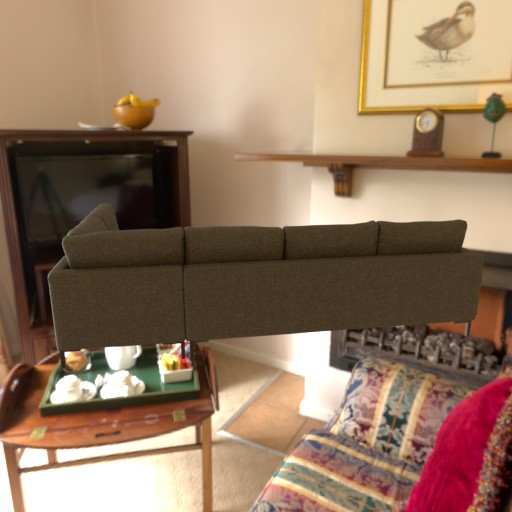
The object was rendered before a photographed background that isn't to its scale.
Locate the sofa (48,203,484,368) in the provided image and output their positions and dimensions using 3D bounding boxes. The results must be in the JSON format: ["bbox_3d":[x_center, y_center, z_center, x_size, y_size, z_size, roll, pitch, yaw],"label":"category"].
[{"bbox_3d":[0.000,0.000,3.867,2.972,0.858,1.984,-2,15,-10],"label":"sofa"}]
